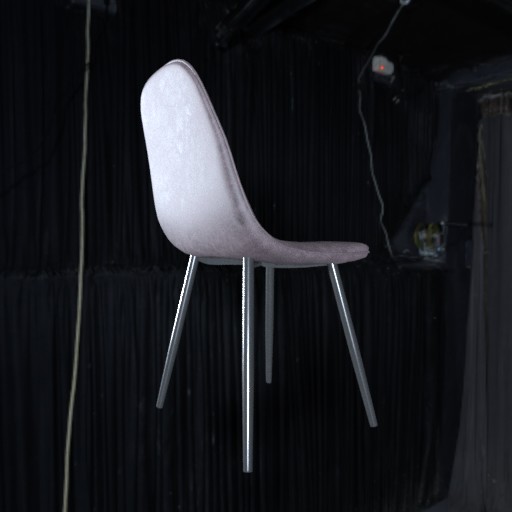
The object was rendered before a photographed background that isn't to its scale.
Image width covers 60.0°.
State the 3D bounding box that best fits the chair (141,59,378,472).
[{"bbox_3d":[0.000,0.000,1.206,0.561,0.889,0.472,-1,2,-36],"label":"chair"}]
